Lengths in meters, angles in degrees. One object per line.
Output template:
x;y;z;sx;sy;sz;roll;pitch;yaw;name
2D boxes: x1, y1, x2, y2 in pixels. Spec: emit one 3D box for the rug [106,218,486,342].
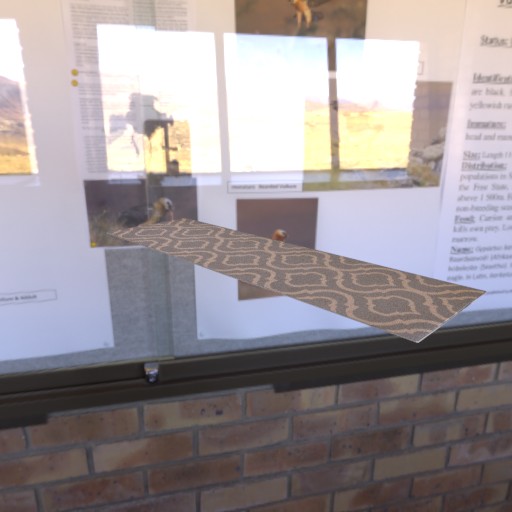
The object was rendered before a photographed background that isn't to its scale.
0.000;0.000;2.545;2.275;0.009;0.684;16;23;43;rug
